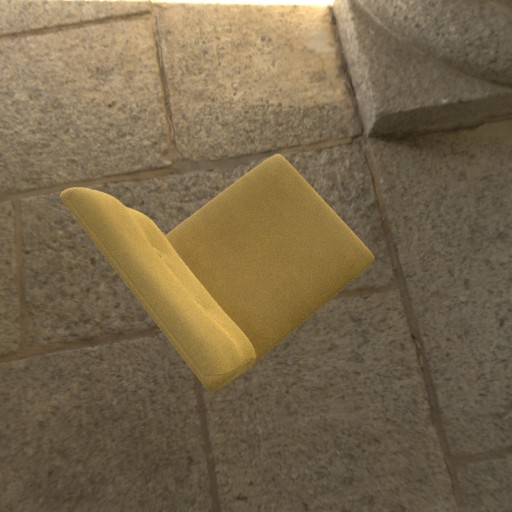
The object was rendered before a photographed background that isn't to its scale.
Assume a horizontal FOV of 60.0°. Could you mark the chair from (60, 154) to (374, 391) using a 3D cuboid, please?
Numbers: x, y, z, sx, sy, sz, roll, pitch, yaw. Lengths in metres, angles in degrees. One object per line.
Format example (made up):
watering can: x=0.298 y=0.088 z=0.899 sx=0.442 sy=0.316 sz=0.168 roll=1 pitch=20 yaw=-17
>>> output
chair: x=0.000 y=0.000 z=1.245 sx=0.550 sy=0.965 sz=0.450 roll=-39 pitch=79 yaw=-9
